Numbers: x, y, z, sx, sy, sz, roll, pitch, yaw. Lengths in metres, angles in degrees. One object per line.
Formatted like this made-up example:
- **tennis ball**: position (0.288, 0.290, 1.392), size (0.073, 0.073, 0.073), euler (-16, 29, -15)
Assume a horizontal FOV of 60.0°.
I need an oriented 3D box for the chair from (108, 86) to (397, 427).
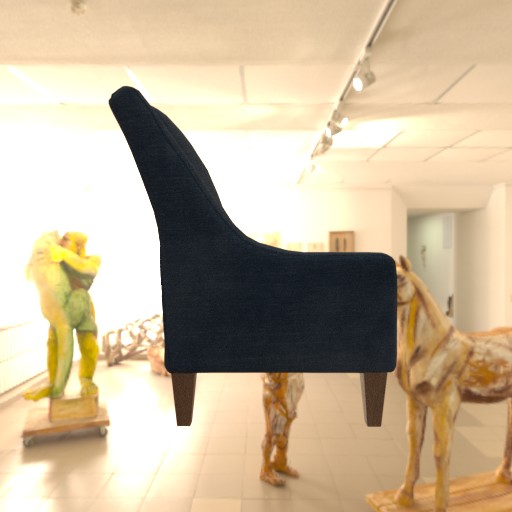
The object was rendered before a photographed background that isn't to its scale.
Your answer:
- **chair**: position (0.000, 0.000, 1.671), size (0.870, 1.014, 0.774), euler (0, 1, 0)
